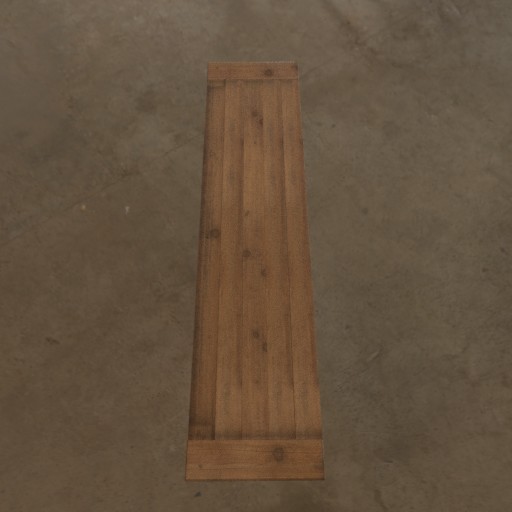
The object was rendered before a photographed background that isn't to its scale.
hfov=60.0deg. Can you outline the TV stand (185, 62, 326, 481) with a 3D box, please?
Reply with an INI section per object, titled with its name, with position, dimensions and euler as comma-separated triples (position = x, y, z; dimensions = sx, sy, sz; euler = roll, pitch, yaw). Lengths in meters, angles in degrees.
[TV stand]
position = 0.000, 0.000, 2.009
dimensions = 0.453, 0.573, 1.804
euler = 0, 65, 0
